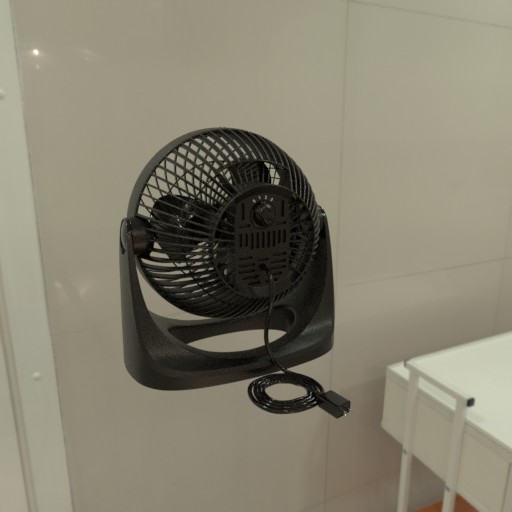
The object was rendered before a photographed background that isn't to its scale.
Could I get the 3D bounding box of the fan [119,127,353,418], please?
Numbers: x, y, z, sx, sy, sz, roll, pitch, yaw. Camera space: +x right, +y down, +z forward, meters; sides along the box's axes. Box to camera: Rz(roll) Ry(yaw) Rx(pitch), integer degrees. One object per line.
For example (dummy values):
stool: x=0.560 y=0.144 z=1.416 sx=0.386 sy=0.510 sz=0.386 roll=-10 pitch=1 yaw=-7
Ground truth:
fan: x=0.000 y=0.000 z=0.487 sx=0.273 sy=0.277 sz=0.256 roll=-7 pitch=16 yaw=-26
